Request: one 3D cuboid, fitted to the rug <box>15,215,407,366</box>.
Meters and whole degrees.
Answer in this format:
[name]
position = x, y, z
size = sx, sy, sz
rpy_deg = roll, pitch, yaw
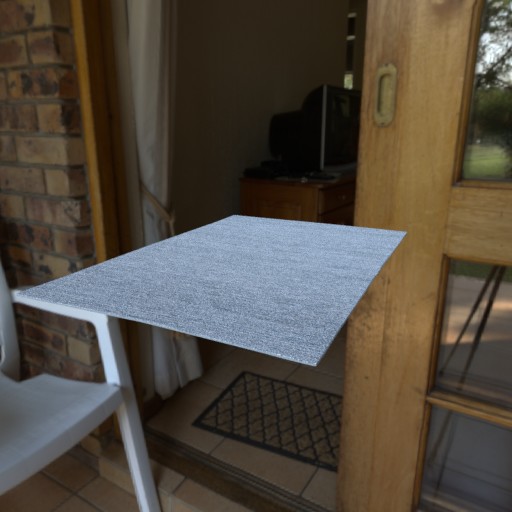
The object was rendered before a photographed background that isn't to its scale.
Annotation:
[rug]
position = 0.000, 0.000, 2.943
size = 1.616, 0.030, 2.338
rpy_deg = 8, 18, 25
